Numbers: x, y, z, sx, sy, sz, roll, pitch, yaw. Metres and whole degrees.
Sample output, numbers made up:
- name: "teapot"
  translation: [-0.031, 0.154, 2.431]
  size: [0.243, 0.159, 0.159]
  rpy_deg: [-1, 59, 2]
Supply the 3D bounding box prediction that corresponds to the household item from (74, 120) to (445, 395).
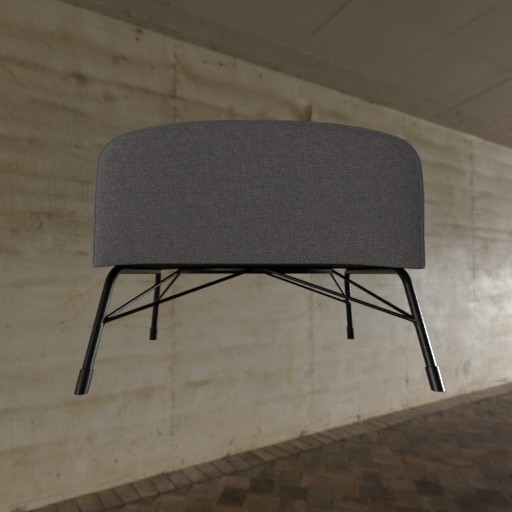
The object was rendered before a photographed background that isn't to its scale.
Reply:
- name: "household item"
  translation: [0.000, 0.000, 0.898]
  size: [0.530, 0.410, 0.530]
  rpy_deg: [0, -2, -2]
